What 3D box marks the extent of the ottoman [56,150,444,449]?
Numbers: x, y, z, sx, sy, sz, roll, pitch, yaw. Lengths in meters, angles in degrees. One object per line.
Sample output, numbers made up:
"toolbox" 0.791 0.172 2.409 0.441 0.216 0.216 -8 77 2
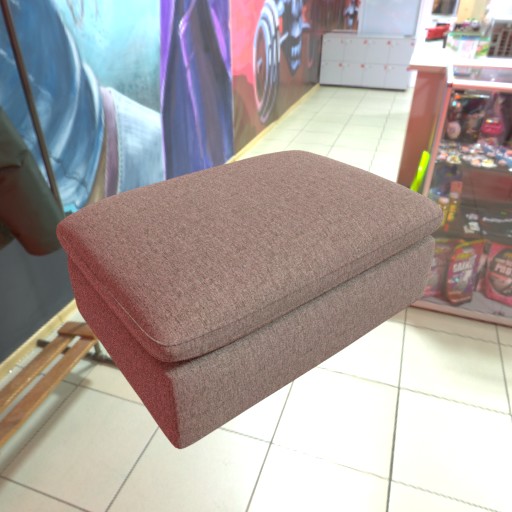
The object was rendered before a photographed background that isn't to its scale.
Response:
"ottoman" 0.000 0.000 1.363 0.977 0.451 0.694 -23 39 -31
